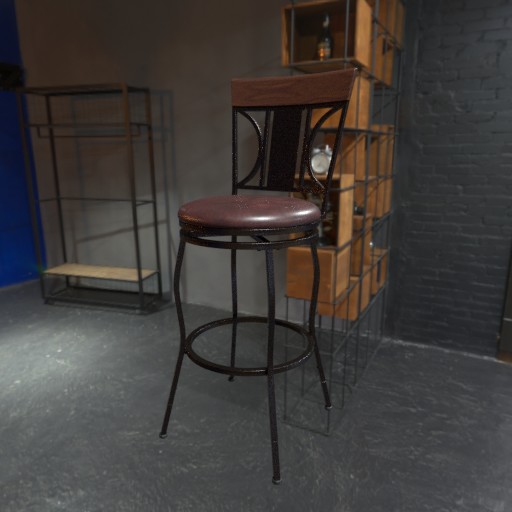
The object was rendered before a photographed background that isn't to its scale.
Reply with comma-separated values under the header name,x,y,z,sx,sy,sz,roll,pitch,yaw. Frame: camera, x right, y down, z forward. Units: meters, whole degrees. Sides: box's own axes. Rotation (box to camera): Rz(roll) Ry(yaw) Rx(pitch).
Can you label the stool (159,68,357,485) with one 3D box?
name,x,y,z,sx,sy,sz,roll,pitch,yaw
stool,0.000,0.000,1.391,0.448,1.130,0.513,8,16,28
